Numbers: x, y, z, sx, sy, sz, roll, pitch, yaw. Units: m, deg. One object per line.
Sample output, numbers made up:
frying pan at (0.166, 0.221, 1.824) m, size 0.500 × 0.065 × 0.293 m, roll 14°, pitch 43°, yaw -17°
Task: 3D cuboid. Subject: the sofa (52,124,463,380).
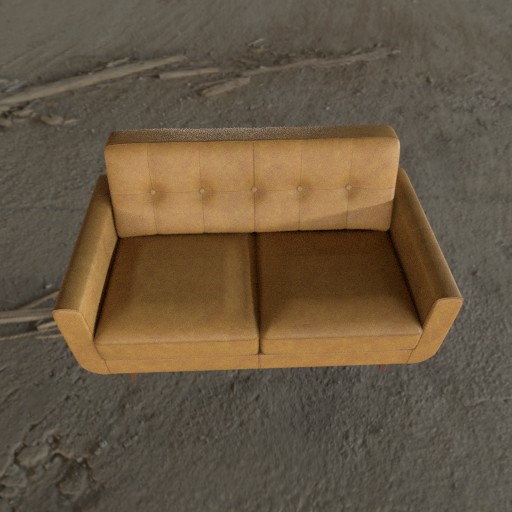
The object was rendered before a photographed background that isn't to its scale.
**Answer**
sofa at (0.000, 0.000, 2.182) m, size 1.651 × 0.925 × 0.952 m, roll -2°, pitch 46°, yaw -2°
